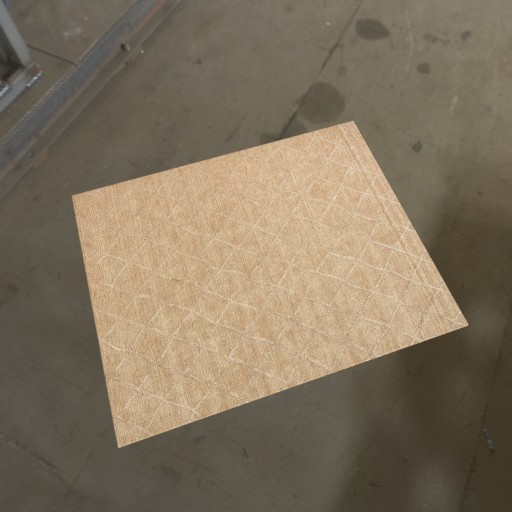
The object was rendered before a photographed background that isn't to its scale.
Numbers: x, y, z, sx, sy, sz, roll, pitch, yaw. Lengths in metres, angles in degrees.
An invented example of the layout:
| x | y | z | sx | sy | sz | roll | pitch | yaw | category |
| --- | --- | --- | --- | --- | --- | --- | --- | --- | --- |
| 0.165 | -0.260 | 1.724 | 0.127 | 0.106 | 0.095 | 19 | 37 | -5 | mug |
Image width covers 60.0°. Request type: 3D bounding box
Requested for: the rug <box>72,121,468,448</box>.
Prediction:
| x | y | z | sx | sy | sz | roll | pitch | yaw | category |
| --- | --- | --- | --- | --- | --- | --- | --- | --- | --- |
| 0.000 | 0.000 | 4.099 | 3.039 | 0.019 | 2.420 | -17 | 65 | -8 | rug |
